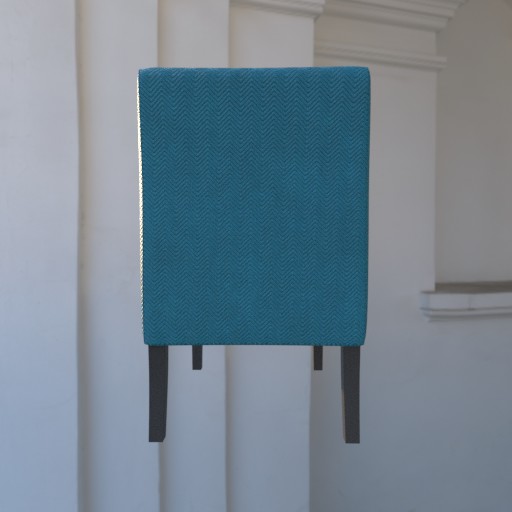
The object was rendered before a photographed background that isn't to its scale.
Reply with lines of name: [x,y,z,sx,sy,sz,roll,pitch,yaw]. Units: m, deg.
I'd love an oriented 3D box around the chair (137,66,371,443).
chair: [0.000,0.000,1.446,0.579,0.927,0.808,0,0,1]
